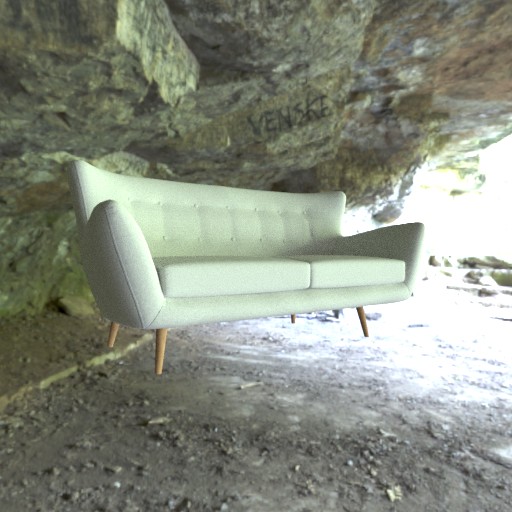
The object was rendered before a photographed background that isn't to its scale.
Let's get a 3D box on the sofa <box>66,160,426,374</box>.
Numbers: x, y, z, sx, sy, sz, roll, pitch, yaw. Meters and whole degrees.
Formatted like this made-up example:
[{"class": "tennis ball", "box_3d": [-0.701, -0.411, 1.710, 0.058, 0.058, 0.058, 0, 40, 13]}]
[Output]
[{"class": "sofa", "box_3d": [0.000, 0.000, 2.404, 1.930, 0.890, 0.899, 0, 1, -37]}]
